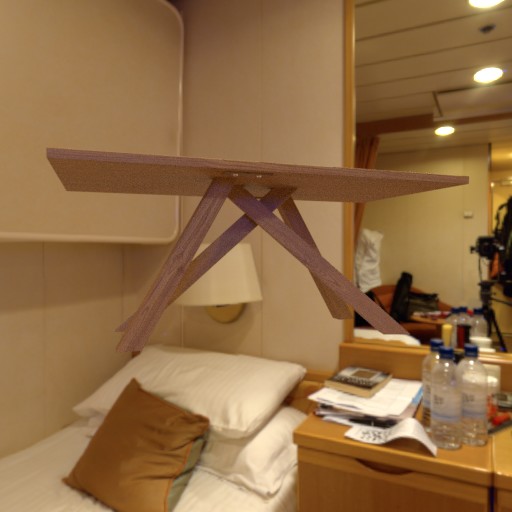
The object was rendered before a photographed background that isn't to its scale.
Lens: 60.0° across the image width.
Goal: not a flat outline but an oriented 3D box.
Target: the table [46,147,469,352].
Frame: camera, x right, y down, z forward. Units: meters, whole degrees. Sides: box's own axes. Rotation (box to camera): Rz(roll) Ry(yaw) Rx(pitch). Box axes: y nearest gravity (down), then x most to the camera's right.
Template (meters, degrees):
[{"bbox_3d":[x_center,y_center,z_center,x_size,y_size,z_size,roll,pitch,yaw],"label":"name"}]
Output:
[{"bbox_3d":[0.000,0.000,2.207,1.797,0.750,0.901,0,1,-19],"label":"table"}]
